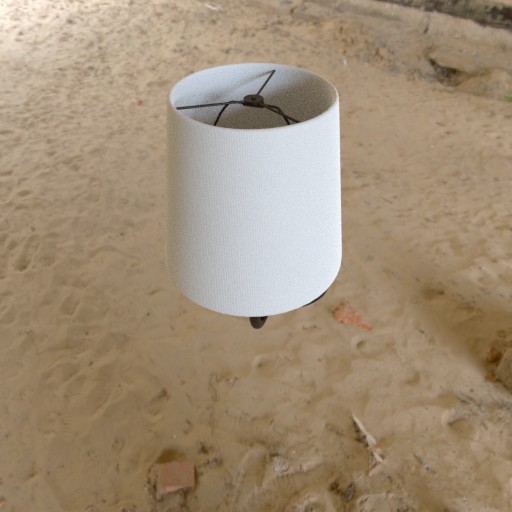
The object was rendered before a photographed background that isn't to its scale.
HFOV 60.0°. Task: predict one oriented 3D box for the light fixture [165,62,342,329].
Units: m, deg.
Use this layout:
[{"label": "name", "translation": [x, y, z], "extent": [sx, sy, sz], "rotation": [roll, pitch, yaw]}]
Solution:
[{"label": "light fixture", "translation": [0.000, 0.000, 0.444], "extent": [0.168, 0.337, 0.188], "rotation": [11, 43, 13]}]
